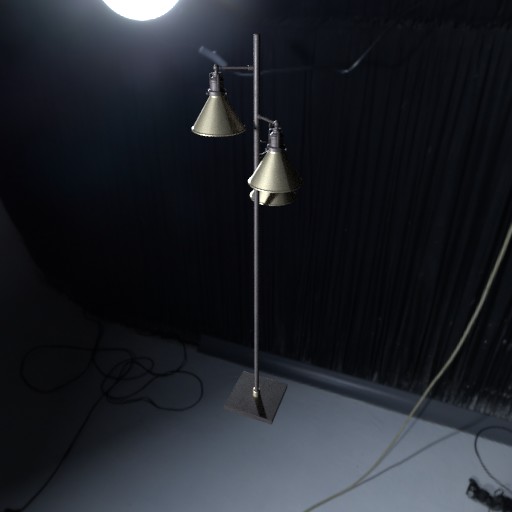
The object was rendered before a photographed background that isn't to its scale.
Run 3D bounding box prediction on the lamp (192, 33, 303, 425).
[{"bbox_3d":[0.000,0.000,1.903,0.428,1.716,0.415,11,33,18],"label":"lamp"}]
